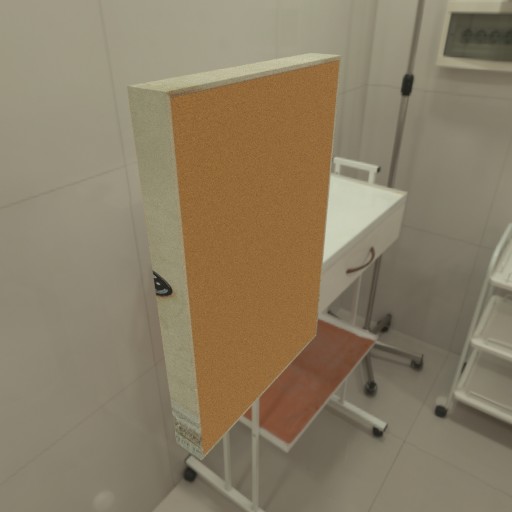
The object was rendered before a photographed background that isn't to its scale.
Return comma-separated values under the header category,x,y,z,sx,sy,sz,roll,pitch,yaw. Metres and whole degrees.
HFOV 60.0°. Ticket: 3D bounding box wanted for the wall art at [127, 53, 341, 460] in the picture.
category,x,y,z,sx,sy,sz,roll,pitch,yaw
wall art,0.000,0.000,0.483,0.038,0.381,0.254,20,36,30
